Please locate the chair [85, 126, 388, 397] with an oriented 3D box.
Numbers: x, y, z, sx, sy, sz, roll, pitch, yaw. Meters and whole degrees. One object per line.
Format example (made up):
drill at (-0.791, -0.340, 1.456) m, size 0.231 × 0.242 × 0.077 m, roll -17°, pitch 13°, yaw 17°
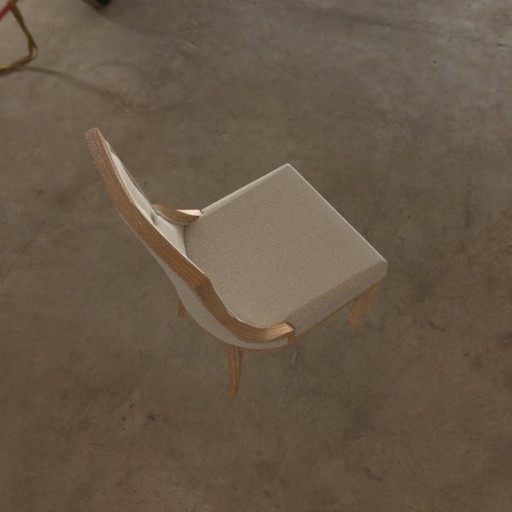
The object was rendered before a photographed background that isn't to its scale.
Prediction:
chair at (0.000, 0.000, 1.336) m, size 0.641 × 0.947 × 0.524 m, roll -31°, pitch 63°, yaw -18°
